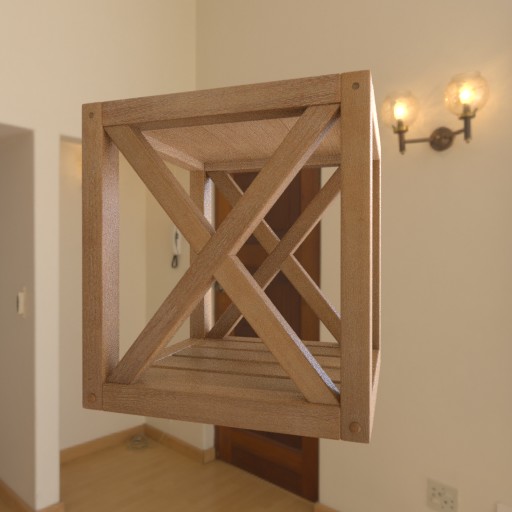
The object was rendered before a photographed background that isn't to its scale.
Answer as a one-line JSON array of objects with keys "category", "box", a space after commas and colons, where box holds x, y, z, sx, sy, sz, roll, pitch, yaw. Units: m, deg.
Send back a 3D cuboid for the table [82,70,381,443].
[{"category": "table", "box": [0.000, 0.000, 1.060, 0.559, 0.610, 0.558, 0, 0, 17]}]
